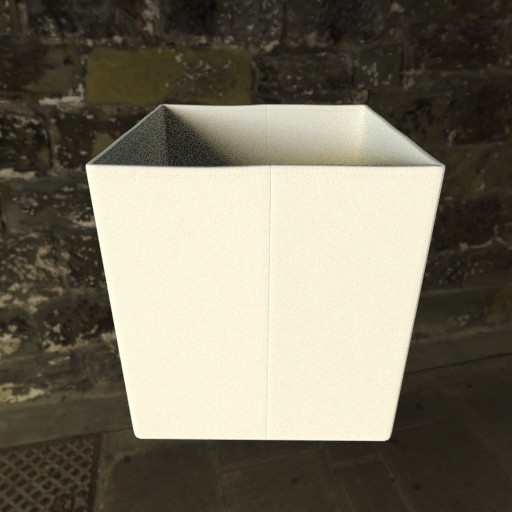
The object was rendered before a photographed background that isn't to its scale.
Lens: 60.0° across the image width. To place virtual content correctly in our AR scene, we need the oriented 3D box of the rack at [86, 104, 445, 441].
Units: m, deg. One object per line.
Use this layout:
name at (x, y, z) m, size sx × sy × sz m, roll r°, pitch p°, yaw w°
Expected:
rack at (0.000, 0.000, 0.489) m, size 0.270 × 0.280 × 0.270 m, roll 0°, pitch 28°, yaw 1°
